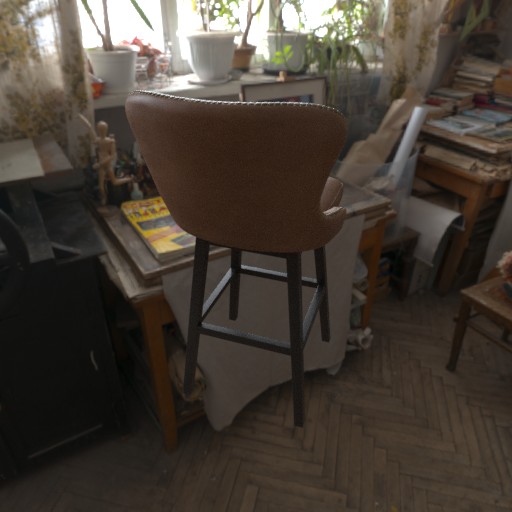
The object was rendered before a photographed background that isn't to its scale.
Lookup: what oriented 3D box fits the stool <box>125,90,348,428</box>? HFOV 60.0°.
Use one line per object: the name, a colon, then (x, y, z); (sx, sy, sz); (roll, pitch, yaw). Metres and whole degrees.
stool: (0.000, 0.000, 1.379); (0.528, 1.050, 0.601); (10, 33, 16)
